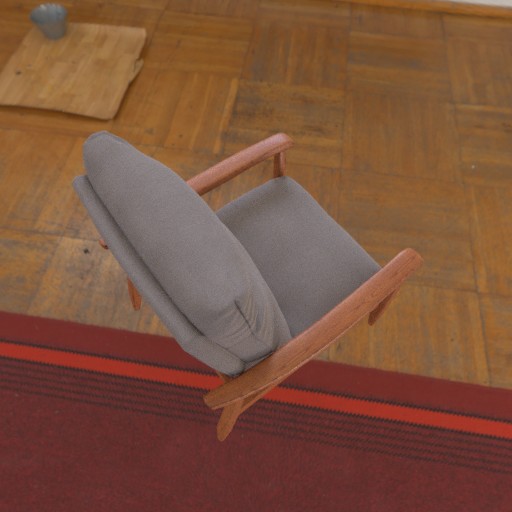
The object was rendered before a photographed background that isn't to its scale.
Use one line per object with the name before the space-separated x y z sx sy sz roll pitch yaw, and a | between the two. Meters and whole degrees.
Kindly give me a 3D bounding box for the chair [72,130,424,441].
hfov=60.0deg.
chair | 0.000 0.000 1.484 0.816 0.922 0.782 -32 63 -18
